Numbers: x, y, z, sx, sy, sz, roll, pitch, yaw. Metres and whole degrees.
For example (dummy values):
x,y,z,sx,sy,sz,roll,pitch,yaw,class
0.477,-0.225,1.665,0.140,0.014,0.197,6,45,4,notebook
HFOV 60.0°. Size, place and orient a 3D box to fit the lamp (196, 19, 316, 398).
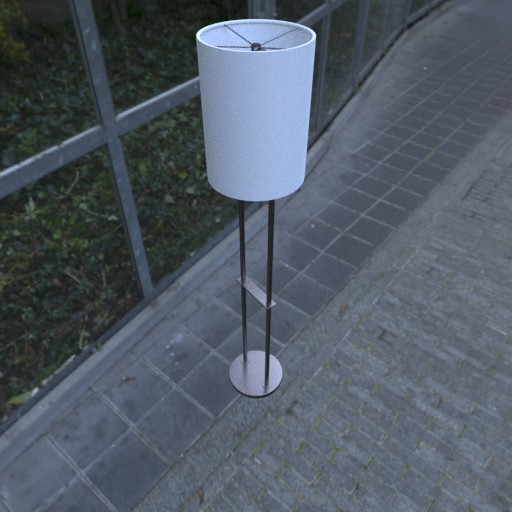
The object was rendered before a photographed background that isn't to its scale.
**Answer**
x,y,z,sx,sy,sz,roll,pitch,yaw,class
0.000,0.000,1.623,0.305,1.500,0.306,-26,47,-27,lamp
